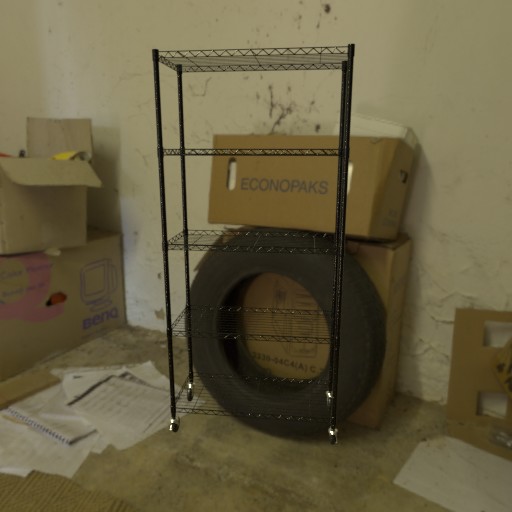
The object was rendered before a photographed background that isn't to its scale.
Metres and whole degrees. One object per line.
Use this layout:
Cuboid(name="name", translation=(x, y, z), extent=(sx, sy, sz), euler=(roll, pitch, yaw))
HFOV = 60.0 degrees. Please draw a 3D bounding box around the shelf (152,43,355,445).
Cuboid(name="shelf", translation=(0.000, 0.000, 1.962), extent=(0.762, 1.645, 0.356), euler=(2, 14, 7))
